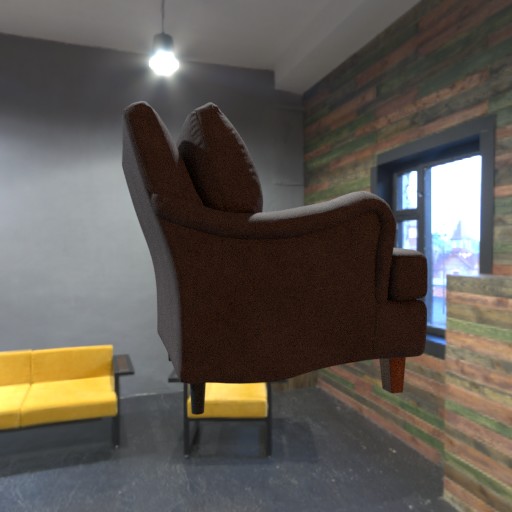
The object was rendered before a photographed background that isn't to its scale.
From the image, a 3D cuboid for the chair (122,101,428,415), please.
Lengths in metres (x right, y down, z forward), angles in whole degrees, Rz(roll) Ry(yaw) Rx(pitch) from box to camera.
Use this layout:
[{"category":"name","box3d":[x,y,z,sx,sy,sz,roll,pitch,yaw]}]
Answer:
[{"category":"chair","box3d":[0.000,0.000,1.850,1.070,0.997,0.955,0,0,-17]}]
